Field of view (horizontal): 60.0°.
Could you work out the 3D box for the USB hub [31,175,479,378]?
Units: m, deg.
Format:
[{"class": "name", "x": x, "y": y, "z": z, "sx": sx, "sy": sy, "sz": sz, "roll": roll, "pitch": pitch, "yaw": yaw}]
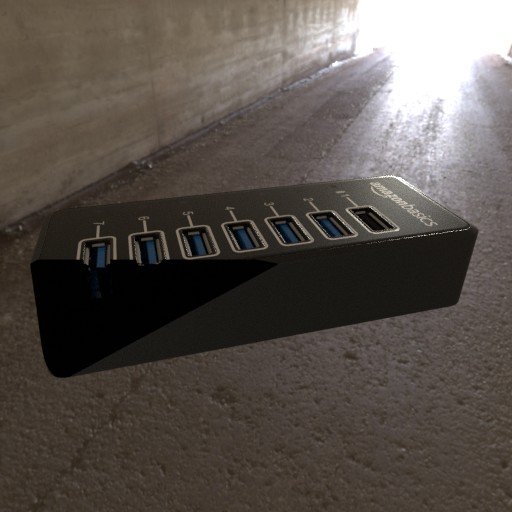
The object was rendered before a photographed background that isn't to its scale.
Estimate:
[{"class": "USB hub", "x": 0.000, "y": 0.000, "z": 0.124, "sx": 0.110, "sy": 0.023, "sz": 0.044, "roll": -8, "pitch": 32, "yaw": -13}]
